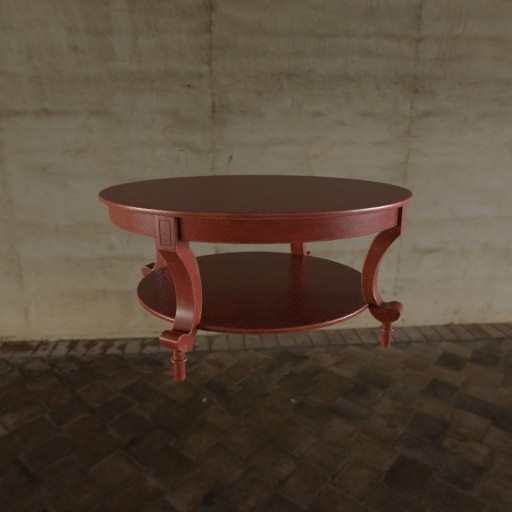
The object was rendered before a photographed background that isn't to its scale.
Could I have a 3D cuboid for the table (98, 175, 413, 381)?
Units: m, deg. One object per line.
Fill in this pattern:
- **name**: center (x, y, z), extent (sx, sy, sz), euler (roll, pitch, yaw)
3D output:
- **table**: center (0.000, 0.000, 1.585), extent (1.029, 0.486, 1.029), euler (0, 15, 0)
